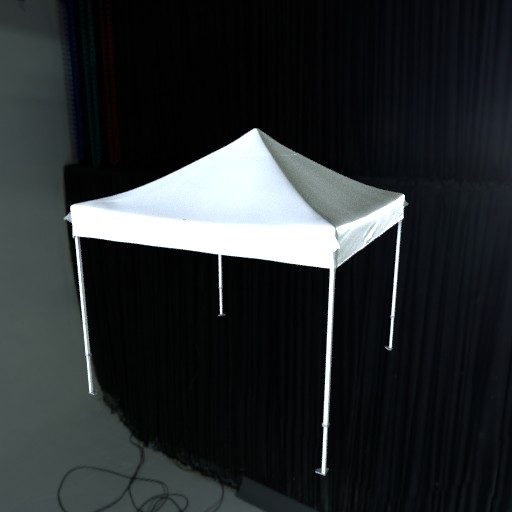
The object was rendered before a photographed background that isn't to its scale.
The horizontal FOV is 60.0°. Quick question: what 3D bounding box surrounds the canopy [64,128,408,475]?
[{"bbox_3d":[0.000,0.000,5.410,2.994,2.998,2.996,7,15,27],"label":"canopy"}]
